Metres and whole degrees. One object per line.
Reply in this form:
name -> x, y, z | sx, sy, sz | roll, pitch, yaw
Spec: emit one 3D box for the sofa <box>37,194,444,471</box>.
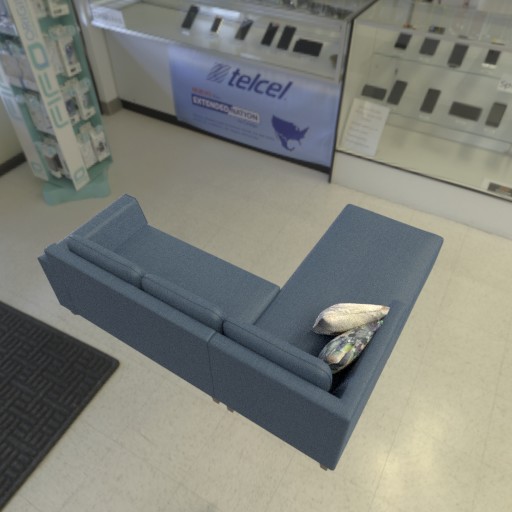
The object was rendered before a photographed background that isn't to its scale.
sofa -> 0.000, 0.000, 3.082 | 2.120, 0.787, 1.829 | 24, 50, 22
